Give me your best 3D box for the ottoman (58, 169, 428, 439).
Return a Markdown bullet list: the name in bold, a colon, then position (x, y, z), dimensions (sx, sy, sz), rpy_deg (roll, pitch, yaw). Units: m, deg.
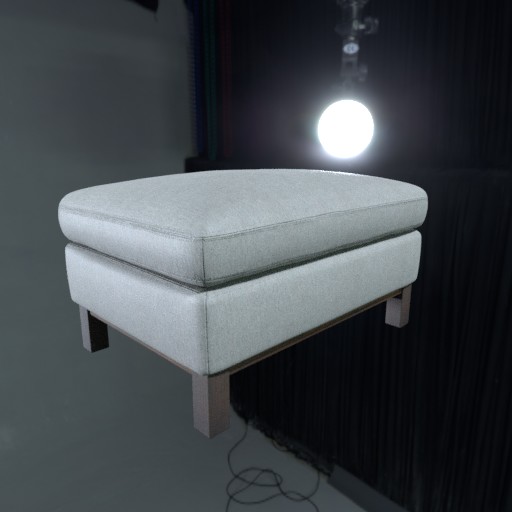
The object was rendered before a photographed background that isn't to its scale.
- **ottoman**: position (0.000, 0.000, 1.050), dimensions (0.735, 0.404, 0.528), rpy_deg (-14, 20, -43)
